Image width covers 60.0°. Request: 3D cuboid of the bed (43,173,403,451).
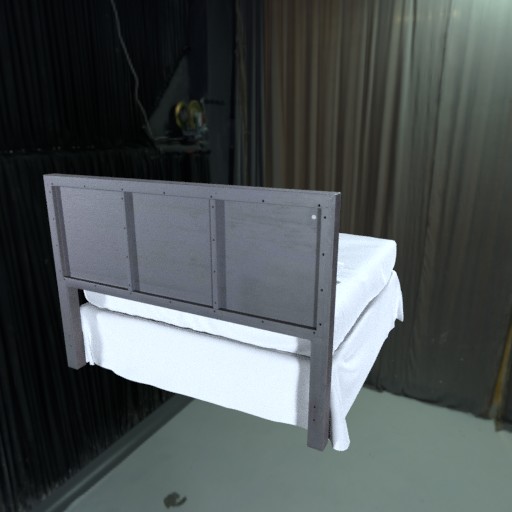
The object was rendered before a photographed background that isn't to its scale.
[{"bbox_3d":[0.000,0.000,2.915,1.772,1.142,1.785,8,18,26],"label":"bed"}]
